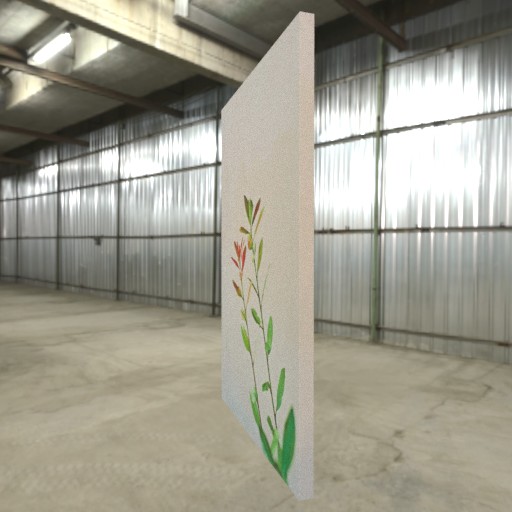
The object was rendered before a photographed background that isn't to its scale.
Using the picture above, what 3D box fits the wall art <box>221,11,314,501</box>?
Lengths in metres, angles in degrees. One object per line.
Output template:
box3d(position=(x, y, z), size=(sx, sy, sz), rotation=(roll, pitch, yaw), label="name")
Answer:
box3d(position=(0.000, 0.000, 1.402), size=(0.038, 1.143, 0.764), rotation=(0, 1, -18), label="wall art")
